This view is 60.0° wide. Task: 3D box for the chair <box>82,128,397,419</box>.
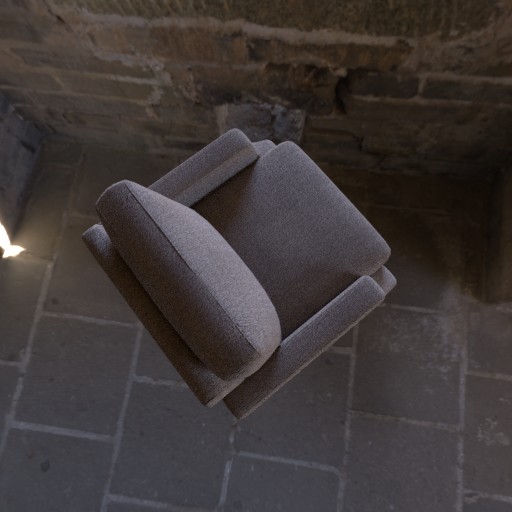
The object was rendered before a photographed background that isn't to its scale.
[{"bbox_3d":[0.000,0.000,1.699,0.897,0.993,0.855,-38,78,-9],"label":"chair"}]
